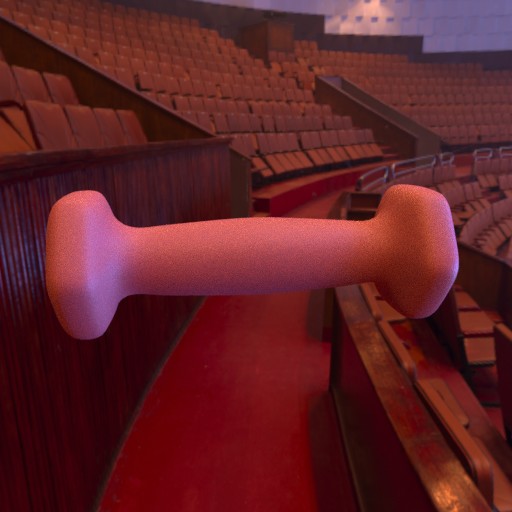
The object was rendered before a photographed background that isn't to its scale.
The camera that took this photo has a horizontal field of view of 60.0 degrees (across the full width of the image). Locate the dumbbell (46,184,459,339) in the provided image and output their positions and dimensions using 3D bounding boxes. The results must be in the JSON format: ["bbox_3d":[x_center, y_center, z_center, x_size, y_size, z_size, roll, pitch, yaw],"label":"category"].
[{"bbox_3d":[0.000,0.000,0.144,0.123,0.043,0.047,-2,16,-8],"label":"dumbbell"}]
